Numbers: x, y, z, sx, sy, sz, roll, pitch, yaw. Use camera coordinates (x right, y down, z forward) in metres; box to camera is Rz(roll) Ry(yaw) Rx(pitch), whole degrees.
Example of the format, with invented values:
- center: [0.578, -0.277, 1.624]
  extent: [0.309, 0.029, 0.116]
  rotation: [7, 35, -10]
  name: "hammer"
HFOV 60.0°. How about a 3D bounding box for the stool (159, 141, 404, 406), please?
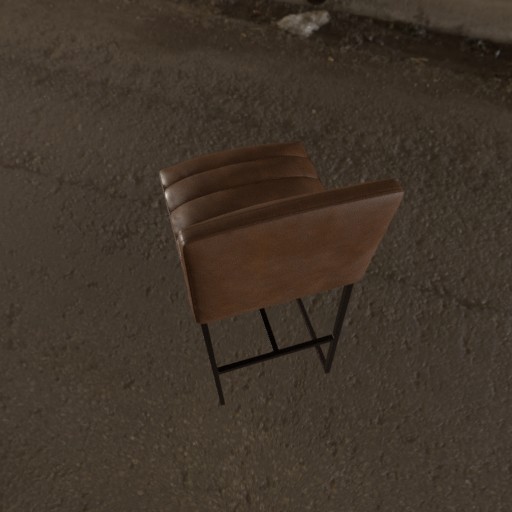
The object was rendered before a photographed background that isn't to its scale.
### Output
- center: [0.000, 0.000, 1.389]
  extent: [0.463, 1.065, 0.562]
  rotation: [-14, 58, -9]
  name: "stool"
